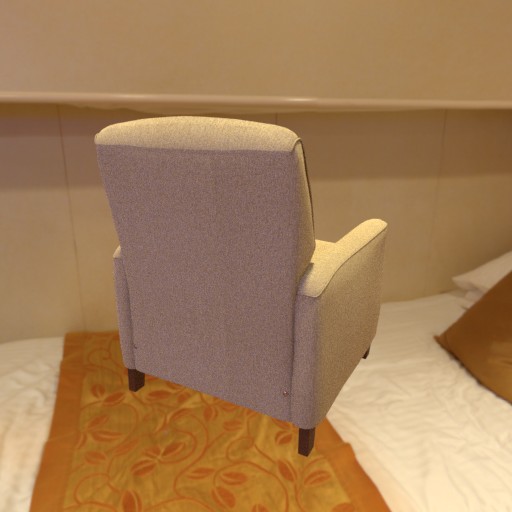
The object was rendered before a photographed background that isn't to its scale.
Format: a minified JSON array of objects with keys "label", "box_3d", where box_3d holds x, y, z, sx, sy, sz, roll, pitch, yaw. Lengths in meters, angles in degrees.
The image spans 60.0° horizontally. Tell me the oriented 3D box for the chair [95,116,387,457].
[{"label":"chair","box_3d":[0.000,0.000,1.689,0.848,1.014,0.864,9,20,27]}]
